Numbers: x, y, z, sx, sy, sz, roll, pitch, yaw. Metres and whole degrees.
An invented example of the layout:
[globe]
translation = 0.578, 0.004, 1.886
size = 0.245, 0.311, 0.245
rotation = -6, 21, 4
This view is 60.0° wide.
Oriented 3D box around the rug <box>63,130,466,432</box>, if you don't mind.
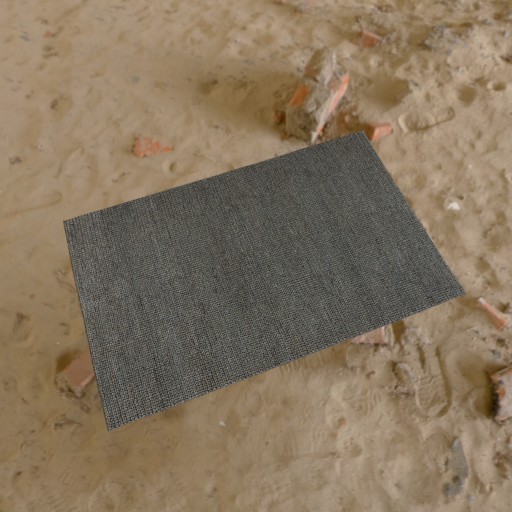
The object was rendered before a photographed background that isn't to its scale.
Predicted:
[rug]
translation = 0.000, 0.000, 3.099
size = 2.443, 0.021, 1.538
rotation = -19, 65, -9
